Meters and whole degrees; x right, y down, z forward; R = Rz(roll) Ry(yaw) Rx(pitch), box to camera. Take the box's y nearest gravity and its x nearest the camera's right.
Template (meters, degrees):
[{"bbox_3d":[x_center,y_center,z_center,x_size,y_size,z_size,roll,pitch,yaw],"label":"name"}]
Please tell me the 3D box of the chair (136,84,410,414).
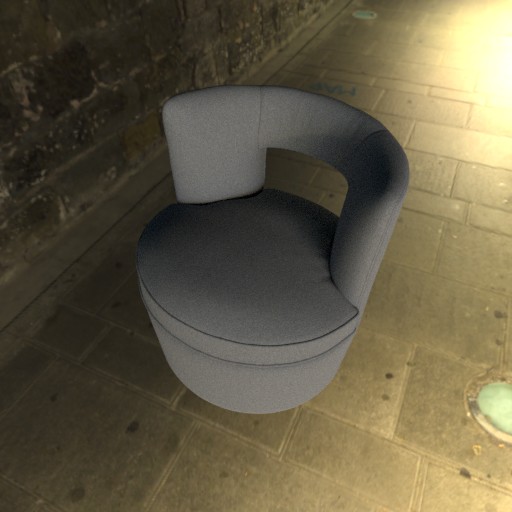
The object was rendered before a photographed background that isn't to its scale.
[{"bbox_3d":[0.000,0.000,1.261,0.689,0.719,0.660,30,52,27],"label":"chair"}]
